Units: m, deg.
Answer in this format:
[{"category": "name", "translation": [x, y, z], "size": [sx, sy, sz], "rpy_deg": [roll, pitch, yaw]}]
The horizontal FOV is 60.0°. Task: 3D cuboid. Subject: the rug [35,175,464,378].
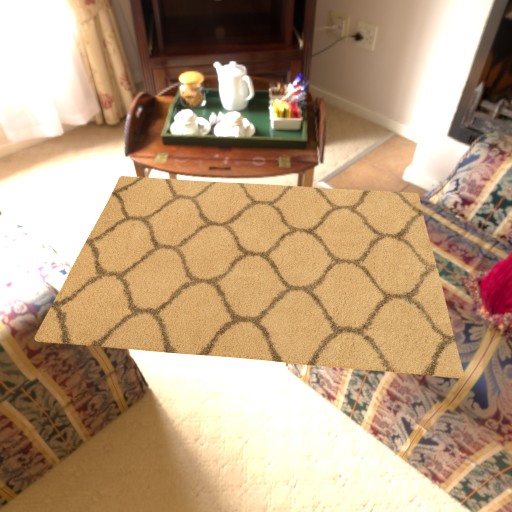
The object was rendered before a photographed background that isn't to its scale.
[{"category": "rug", "translation": [0.000, 0.000, 3.379], "size": [2.701, 0.026, 1.801], "rpy_deg": [4, 46, 4]}]
